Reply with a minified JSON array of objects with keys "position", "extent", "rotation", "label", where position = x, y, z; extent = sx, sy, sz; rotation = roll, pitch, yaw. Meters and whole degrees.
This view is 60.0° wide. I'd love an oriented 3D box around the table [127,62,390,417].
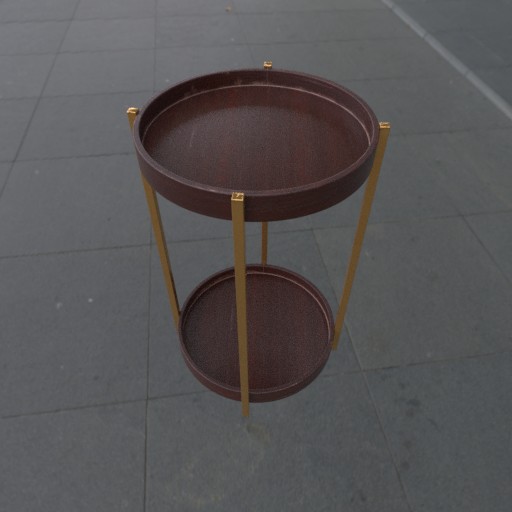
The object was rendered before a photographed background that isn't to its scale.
[{"position":[0.000,0.000,0.892],"extent":[0.400,0.610,0.400],"rotation":[5,46,5],"label":"table"}]
